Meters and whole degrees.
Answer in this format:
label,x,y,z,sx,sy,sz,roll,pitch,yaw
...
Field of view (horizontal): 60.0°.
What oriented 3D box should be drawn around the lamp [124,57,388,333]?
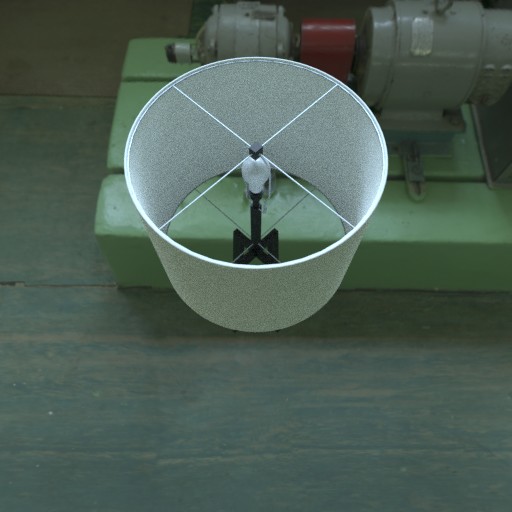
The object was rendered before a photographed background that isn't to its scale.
label,x,y,z,sx,sy,sz,roll,pitch,yaw
lamp,0.000,0.000,0.652,0.257,0.489,0.257,0,64,0
